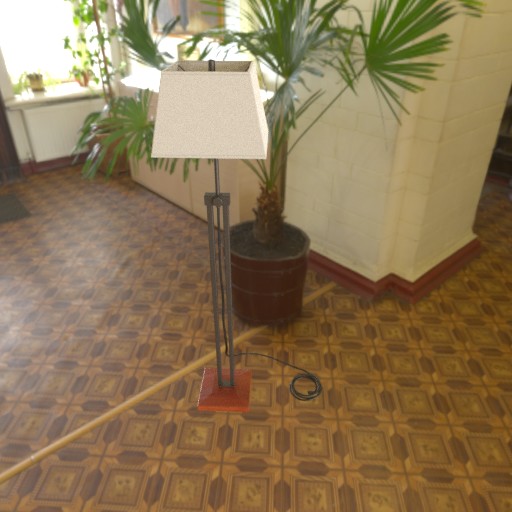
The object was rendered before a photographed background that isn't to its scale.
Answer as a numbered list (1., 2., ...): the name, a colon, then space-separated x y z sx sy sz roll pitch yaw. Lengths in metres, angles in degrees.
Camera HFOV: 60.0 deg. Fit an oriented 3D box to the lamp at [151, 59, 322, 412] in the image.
1. lamp: 0.000 0.000 2.081 0.745 1.712 0.472 2 31 3
